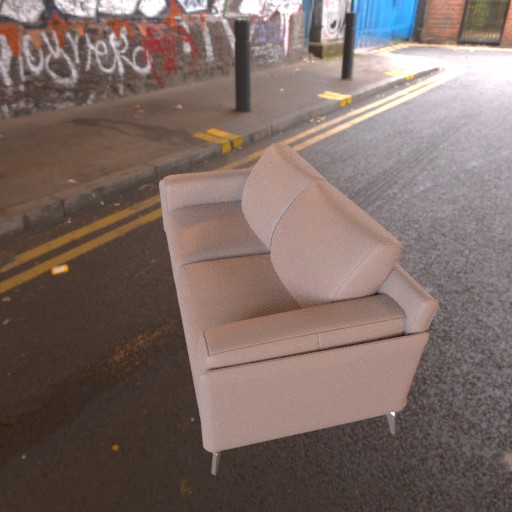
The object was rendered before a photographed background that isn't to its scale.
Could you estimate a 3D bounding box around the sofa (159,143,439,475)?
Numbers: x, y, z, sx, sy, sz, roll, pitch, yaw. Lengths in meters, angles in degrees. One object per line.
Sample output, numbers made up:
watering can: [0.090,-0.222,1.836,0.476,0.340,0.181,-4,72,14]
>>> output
sofa: [0.000,0.000,2.603,1.049,0.930,2.101,-8,31,-13]
